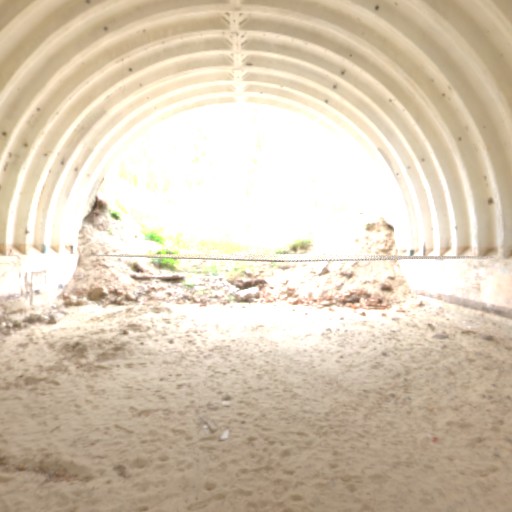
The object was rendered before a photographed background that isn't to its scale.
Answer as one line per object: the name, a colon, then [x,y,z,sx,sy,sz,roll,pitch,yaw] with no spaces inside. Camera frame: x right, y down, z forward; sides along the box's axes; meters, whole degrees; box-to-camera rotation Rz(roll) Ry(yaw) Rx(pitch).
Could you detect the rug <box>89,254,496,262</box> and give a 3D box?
rug: [0.000,0.000,2.986,1.519,0.007,2.428,-1,1,-36]
